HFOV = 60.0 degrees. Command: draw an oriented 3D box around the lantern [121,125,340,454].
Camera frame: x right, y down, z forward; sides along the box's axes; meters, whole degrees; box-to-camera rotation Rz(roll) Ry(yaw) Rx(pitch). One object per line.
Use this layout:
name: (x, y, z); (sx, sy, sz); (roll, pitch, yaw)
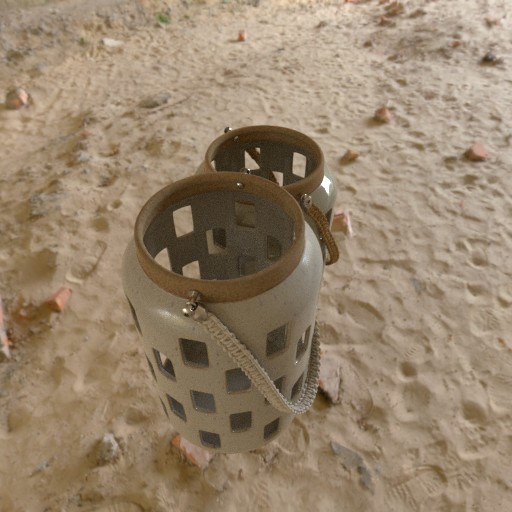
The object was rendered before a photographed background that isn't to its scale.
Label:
lantern: (0.000, 0.000, 0.486); (0.184, 0.255, 0.347); (9, 46, 9)
